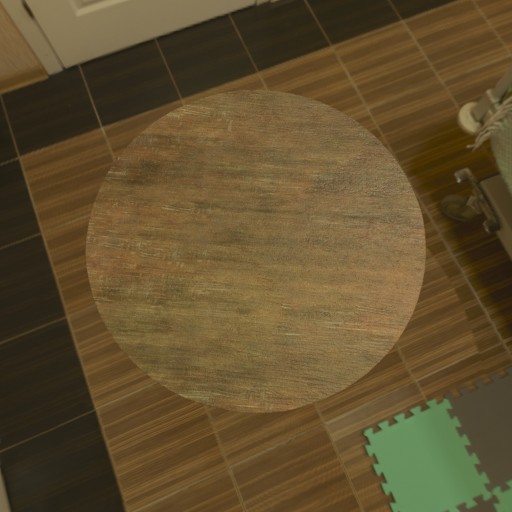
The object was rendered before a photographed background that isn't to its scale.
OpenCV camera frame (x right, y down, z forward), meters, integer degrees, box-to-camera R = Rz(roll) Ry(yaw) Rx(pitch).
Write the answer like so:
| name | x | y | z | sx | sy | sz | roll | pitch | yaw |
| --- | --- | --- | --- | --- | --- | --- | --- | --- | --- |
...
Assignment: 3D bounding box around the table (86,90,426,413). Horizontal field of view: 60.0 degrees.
| name | x | y | z | sx | sy | sz | roll | pitch | yaw |
| --- | --- | --- | --- | --- | --- | --- | --- | --- | --- |
| table | 0.000 | 0.000 | 1.493 | 0.974 | 0.450 | 0.974 | 0 | 73 | 0 |
